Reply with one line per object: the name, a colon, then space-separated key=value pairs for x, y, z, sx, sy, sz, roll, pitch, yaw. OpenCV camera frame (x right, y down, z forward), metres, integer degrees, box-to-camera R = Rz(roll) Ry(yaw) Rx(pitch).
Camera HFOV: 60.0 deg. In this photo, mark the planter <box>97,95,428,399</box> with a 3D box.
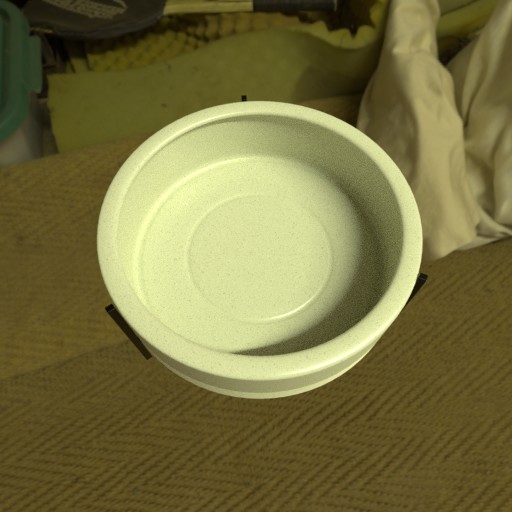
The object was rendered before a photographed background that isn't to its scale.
planter: x=0.000 y=0.000 z=0.533 sx=0.345 sy=0.171 sz=0.336 roll=-33 pitch=67 yaw=-16
